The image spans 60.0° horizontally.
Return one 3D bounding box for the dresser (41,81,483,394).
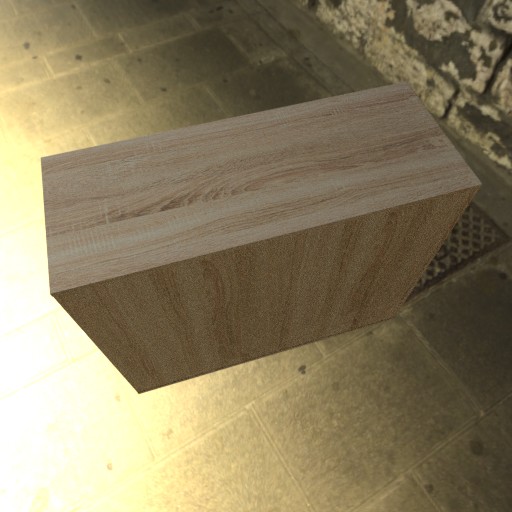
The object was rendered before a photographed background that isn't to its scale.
[{"bbox_3d":[0.000,0.000,1.569,1.100,0.900,0.450,-15,60,-9],"label":"dresser"}]
